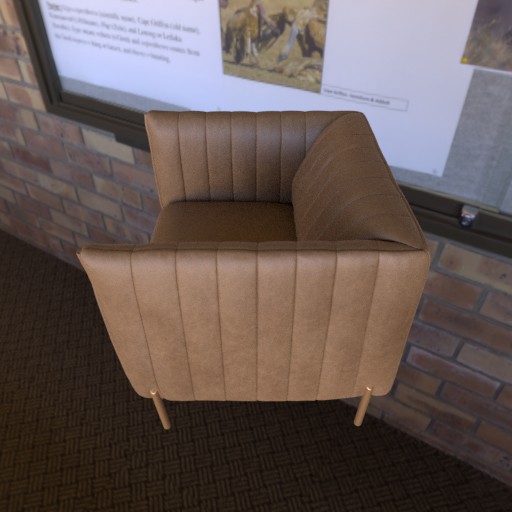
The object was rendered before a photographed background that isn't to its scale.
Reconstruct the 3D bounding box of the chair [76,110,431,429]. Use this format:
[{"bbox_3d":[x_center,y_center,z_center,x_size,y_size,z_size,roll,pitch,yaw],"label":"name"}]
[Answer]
[{"bbox_3d":[0.000,0.000,1.642,0.876,0.779,0.981,0,40,0],"label":"chair"}]
